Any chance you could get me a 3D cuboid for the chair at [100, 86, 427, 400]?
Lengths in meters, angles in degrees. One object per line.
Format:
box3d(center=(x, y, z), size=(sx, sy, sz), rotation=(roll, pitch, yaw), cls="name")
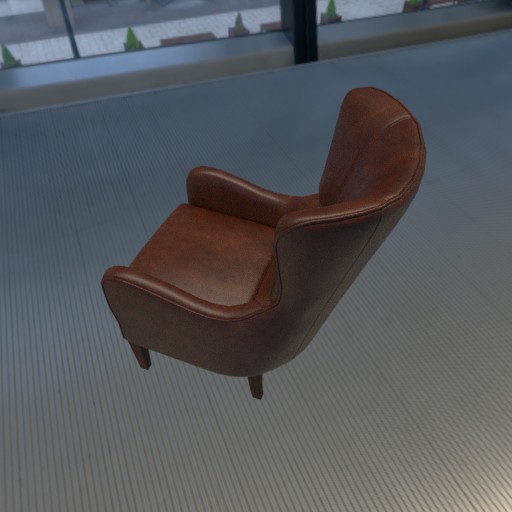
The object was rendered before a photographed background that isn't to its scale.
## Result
box3d(center=(0.000, 0.000, 1.579), size=(0.914, 1.048, 0.692), rotation=(16, 48, 15), cls="chair")
